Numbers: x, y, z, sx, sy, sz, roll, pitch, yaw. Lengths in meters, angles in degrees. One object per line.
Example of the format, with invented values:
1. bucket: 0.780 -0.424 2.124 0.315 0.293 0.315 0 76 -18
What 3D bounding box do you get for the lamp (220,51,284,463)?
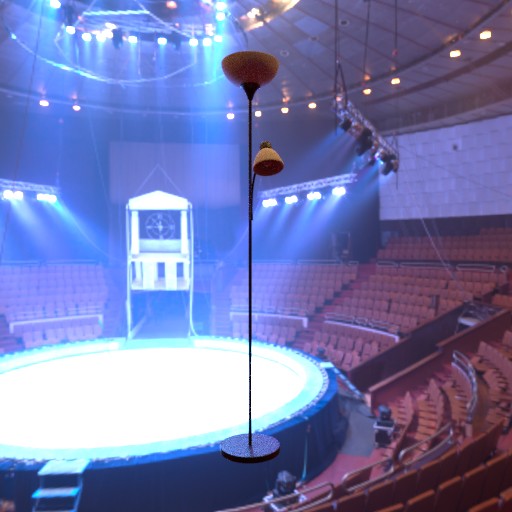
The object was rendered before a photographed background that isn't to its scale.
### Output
1. lamp: 0.000 0.000 1.989 0.279 1.804 0.442 0 -1 -19
